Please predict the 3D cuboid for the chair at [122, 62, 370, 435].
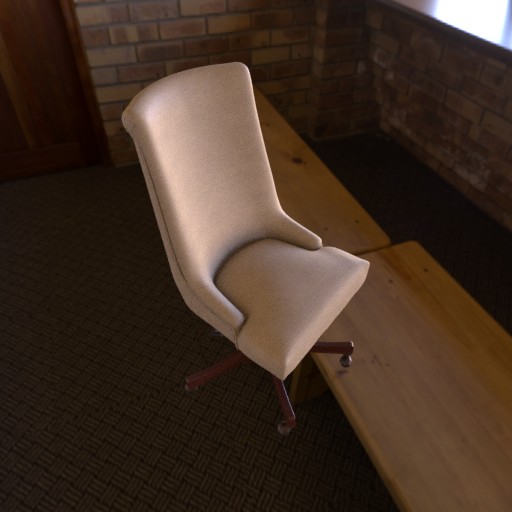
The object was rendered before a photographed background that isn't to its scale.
[{"bbox_3d":[0.000,0.000,1.446,0.696,1.010,0.645,27,49,27],"label":"chair"}]
